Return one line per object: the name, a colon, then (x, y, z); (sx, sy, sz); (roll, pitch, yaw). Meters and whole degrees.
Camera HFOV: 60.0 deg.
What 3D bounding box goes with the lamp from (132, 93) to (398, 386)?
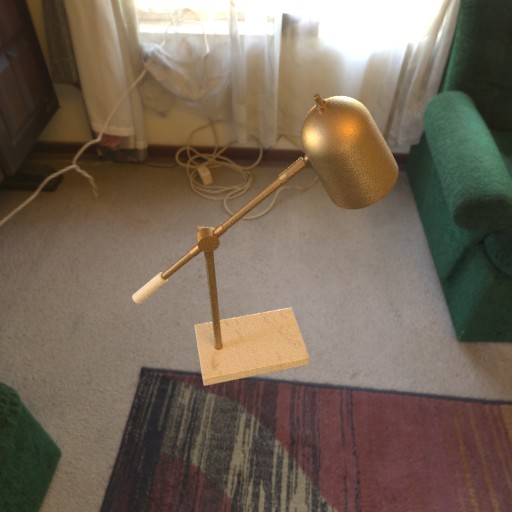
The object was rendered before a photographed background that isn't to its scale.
lamp: (0.000, 0.000, 0.821); (0.471, 0.603, 0.144); (-9, 46, -9)
